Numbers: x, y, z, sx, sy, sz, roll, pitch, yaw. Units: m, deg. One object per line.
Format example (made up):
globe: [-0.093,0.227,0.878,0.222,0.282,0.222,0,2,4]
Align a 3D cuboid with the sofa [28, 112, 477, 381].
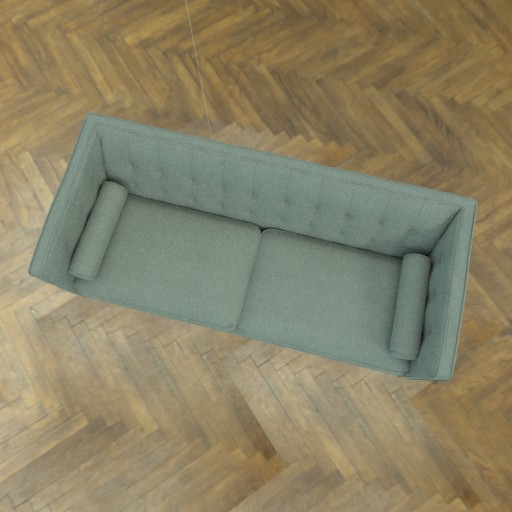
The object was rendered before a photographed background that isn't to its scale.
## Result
sofa: [0.000,0.000,2.527,2.079,0.798,0.912,14,76,4]
